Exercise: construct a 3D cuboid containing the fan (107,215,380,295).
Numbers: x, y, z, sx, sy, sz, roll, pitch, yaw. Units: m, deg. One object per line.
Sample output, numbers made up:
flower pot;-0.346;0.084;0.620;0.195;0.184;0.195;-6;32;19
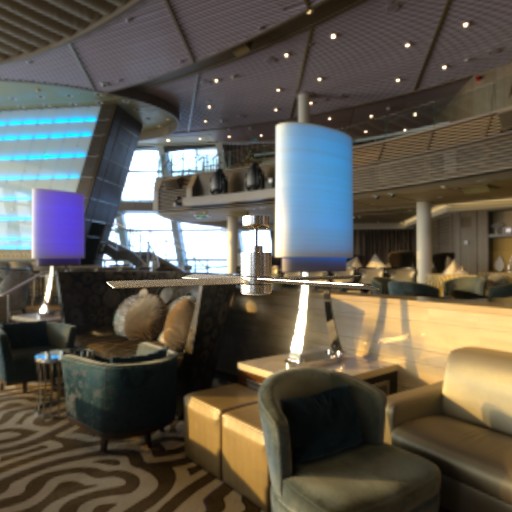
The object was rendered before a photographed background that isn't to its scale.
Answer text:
fan;0.000;0.000;2.004;1.322;0.355;1.322;0;-1;-36
